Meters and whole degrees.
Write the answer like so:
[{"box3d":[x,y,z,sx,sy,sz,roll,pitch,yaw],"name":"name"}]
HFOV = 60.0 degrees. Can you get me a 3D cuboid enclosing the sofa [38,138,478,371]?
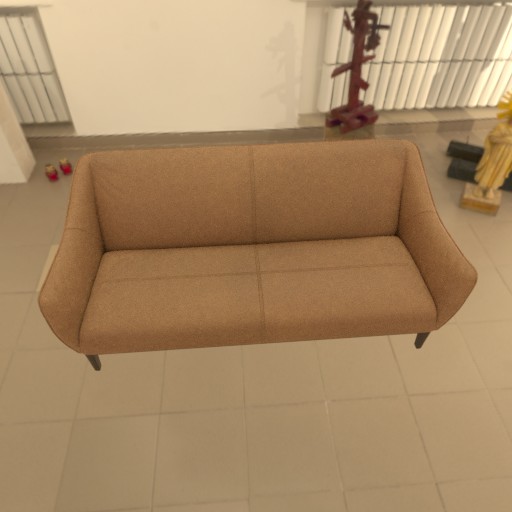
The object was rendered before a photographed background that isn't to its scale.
[{"box3d":[0.000,0.000,2.326,1.928,0.830,0.869,-3,46,-3],"name":"sofa"}]
